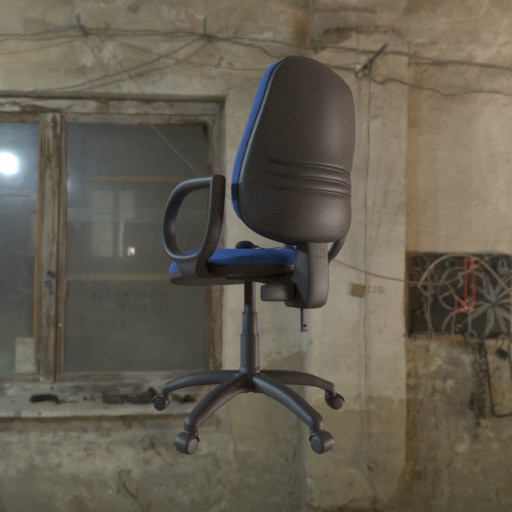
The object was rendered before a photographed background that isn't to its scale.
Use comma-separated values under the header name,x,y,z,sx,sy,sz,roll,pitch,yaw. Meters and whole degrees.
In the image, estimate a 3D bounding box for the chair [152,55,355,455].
name,x,y,z,sx,sy,sz,roll,pitch,yaw
chair,0.000,0.000,1.219,0.552,0.905,0.549,0,0,-38
